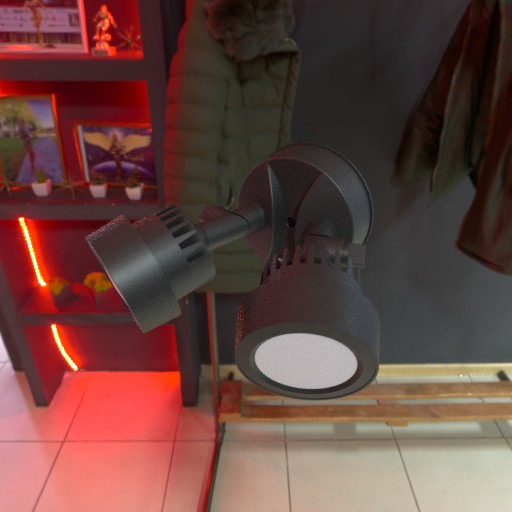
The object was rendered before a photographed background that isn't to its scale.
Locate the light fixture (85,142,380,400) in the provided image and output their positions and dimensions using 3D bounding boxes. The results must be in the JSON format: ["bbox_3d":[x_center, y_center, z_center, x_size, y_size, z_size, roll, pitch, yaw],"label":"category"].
[{"bbox_3d":[0.000,0.000,0.309,0.213,0.120,0.168,17,34,27],"label":"light fixture"}]
